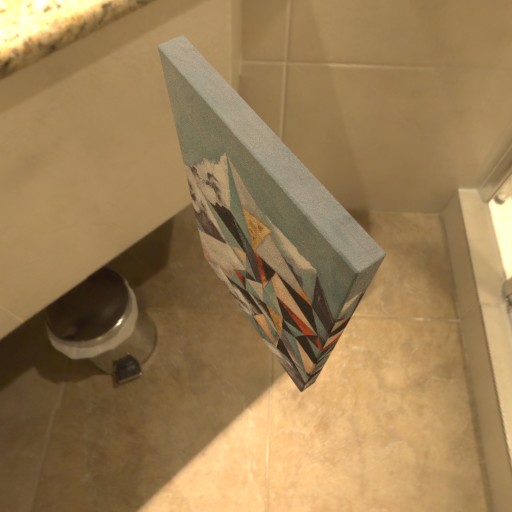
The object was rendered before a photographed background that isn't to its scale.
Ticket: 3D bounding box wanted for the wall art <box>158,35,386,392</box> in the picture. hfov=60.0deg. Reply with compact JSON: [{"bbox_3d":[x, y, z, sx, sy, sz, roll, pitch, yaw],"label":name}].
[{"bbox_3d":[0.000,0.000,1.174,0.061,0.911,0.609,-31,67,-15],"label":"wall art"}]
